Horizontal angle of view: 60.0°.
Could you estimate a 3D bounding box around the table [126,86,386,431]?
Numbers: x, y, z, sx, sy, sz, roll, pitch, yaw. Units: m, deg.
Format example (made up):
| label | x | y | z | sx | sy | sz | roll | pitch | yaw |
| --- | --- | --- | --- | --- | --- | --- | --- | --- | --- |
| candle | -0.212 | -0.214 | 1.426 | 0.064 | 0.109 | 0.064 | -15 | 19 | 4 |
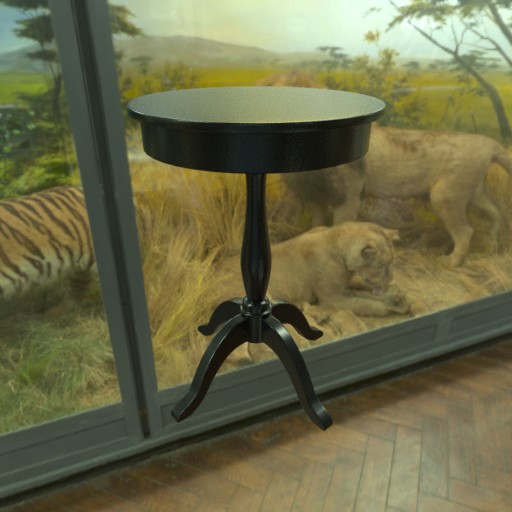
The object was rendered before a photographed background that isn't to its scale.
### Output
| label | x | y | z | sx | sy | sz | roll | pitch | yaw |
| --- | --- | --- | --- | --- | --- | --- | --- | --- | --- |
| table | 0.000 | 0.000 | 0.990 | 0.481 | 0.665 | 0.481 | 0 | 27 | 0 |
